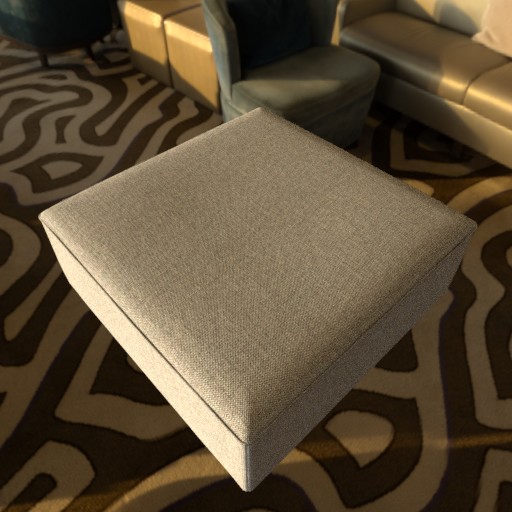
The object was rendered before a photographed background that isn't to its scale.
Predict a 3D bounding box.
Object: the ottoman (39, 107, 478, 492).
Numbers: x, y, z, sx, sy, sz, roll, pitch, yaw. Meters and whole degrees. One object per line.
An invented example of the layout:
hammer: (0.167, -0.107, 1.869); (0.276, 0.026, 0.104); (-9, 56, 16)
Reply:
ottoman: (0.000, 0.000, 1.526); (1.017, 0.423, 1.023); (-34, 56, -27)
